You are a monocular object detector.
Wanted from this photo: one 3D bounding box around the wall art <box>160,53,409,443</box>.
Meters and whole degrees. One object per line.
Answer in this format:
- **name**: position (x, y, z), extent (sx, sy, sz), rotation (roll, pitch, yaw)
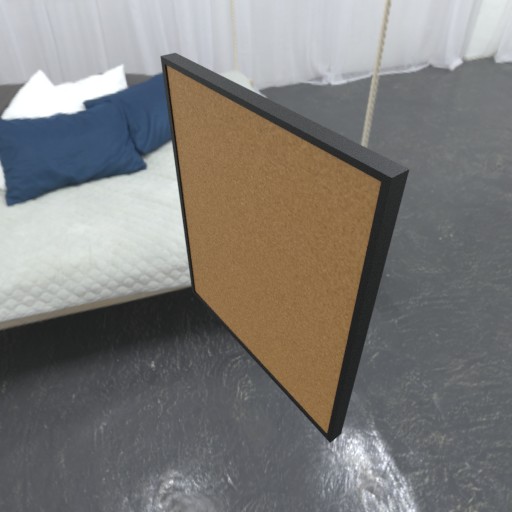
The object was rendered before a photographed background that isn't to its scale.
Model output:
- **wall art**: position (0.000, 0.000, 0.531), extent (0.019, 0.381, 0.330), rotation (-27, 48, -27)
